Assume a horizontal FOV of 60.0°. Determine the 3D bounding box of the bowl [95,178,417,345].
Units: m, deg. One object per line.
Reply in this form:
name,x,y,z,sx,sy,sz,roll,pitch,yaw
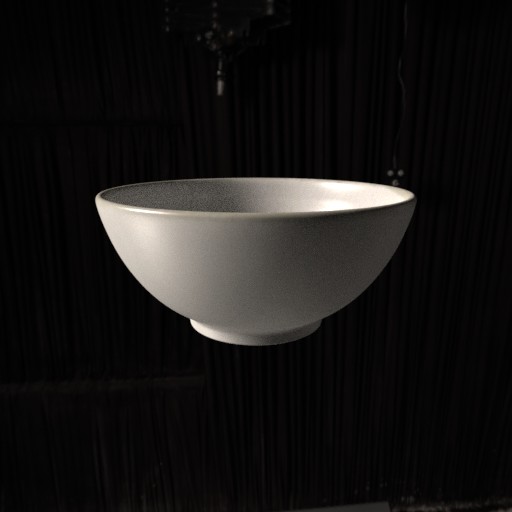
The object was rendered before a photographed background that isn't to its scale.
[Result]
bowl,0.000,0.000,0.406,0.268,0.121,0.268,0,14,0
